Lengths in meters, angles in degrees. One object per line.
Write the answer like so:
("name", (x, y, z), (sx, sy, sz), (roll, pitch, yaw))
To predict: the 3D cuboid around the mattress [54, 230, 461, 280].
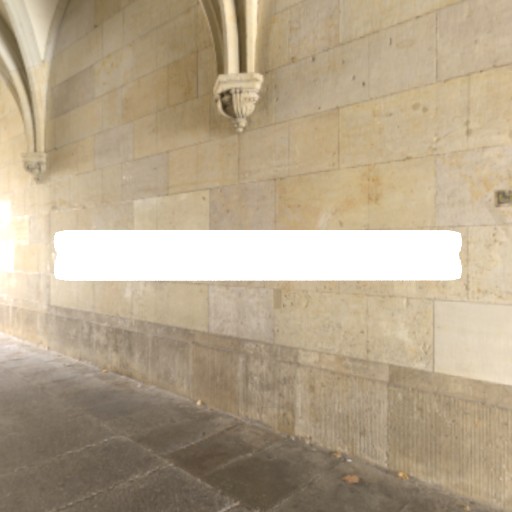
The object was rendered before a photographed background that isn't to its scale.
("mattress", (0.000, 0.000, 2.730), (1.600, 0.200, 2.000), (0, 0, -1))
